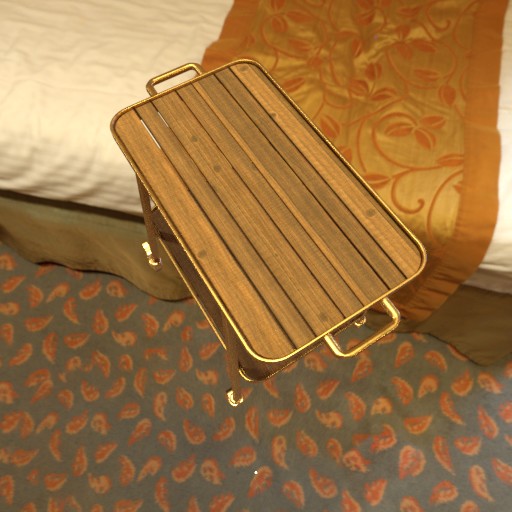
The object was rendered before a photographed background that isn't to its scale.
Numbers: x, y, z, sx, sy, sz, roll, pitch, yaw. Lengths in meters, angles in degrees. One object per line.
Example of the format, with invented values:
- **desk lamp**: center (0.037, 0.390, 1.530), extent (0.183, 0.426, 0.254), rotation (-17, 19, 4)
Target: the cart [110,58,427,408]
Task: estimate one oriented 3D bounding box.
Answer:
- **cart**: center (0.000, 0.000, 1.256), extent (0.524, 0.700, 0.806), rotation (-29, 68, -13)
